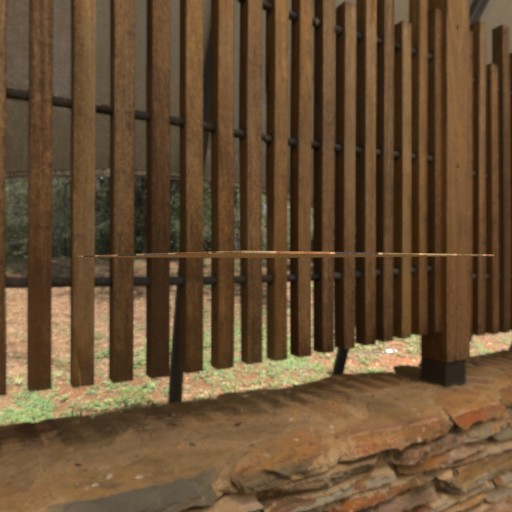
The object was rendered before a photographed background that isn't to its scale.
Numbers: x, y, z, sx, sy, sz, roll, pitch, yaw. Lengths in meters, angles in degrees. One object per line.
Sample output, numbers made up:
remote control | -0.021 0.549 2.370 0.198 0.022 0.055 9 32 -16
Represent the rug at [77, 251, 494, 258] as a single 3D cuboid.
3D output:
rug | 0.000 0.000 4.144 2.439 0.013 3.200 0 -1 -35
